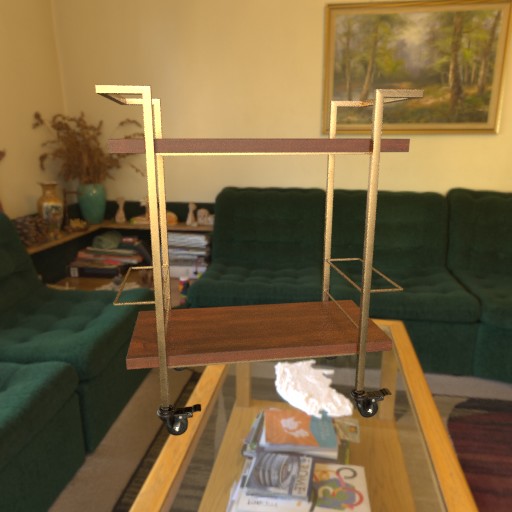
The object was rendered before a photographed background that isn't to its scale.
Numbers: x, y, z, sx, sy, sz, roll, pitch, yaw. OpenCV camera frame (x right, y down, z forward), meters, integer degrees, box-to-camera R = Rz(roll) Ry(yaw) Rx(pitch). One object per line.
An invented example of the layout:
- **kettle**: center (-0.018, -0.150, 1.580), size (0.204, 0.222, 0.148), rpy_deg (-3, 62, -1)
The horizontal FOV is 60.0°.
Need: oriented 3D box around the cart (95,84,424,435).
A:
- **cart**: center (0.000, 0.000, 1.175), size (0.695, 0.807, 0.364), rpy_deg (-2, 15, -8)
